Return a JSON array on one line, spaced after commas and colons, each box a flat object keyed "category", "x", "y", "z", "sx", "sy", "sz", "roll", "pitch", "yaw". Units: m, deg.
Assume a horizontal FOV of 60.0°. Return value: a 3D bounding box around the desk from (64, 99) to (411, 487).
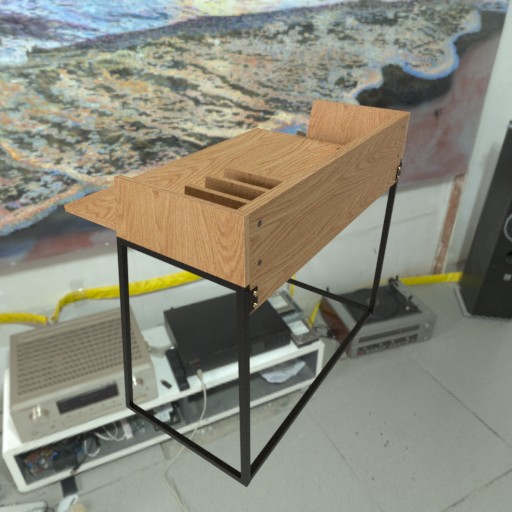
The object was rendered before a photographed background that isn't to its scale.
[{"category": "desk", "x": 0.000, "y": 0.000, "z": 1.883, "sx": 0.769, "sy": 1.061, "sz": 1.191, "roll": 20, "pitch": 36, "yaw": 29}]
